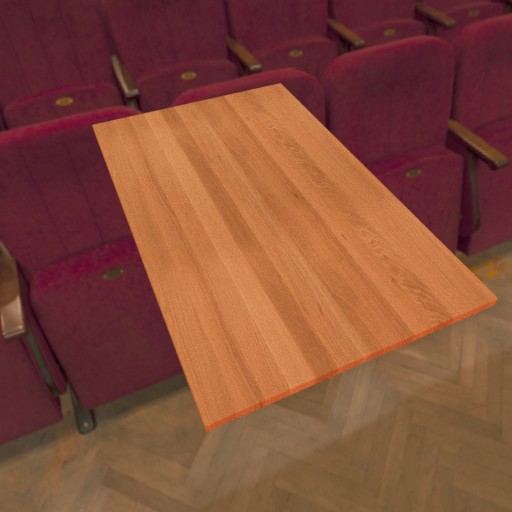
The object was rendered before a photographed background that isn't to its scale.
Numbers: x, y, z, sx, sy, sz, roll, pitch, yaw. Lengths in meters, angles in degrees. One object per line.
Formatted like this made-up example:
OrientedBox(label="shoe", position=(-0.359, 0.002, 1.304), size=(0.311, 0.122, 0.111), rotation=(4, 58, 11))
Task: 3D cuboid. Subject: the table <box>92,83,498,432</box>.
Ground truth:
OrientedBox(label="table", position=(0.000, 0.000, 1.425), size=(0.700, 0.510, 1.100), rotation=(-19, 51, -16))
